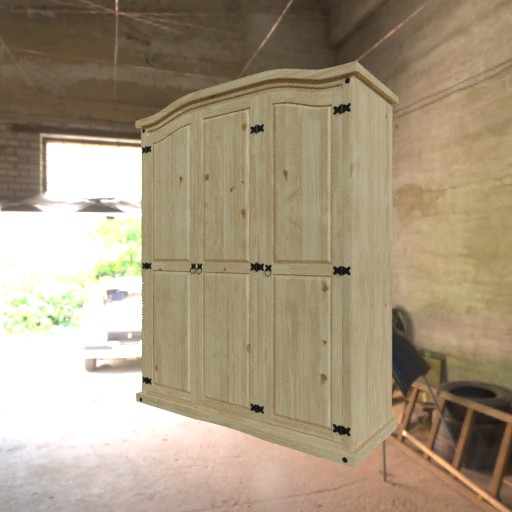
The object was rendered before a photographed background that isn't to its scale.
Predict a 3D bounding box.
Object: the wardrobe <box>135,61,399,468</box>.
[{"bbox_3d":[0.000,0.000,2.622,1.500,1.870,0.570,0,0,36],"label":"wardrobe"}]
